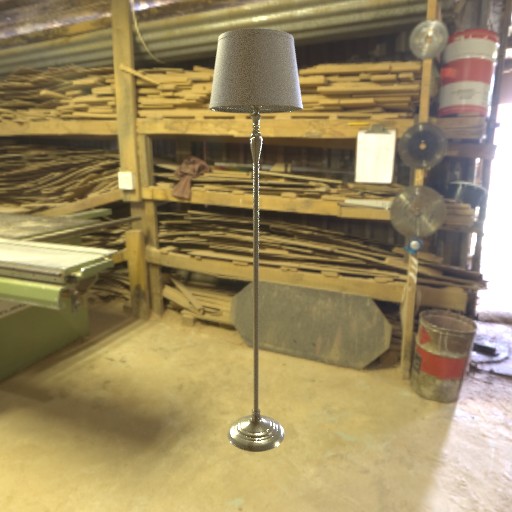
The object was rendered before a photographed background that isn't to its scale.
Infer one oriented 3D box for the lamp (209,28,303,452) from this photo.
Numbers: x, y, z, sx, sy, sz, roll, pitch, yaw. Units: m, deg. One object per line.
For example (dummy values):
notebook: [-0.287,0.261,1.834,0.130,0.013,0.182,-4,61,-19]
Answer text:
lamp: [0.000,0.000,1.666,0.327,1.506,0.327,7,14,26]
